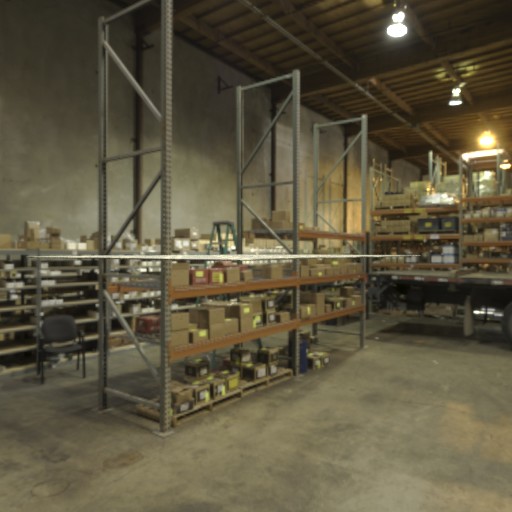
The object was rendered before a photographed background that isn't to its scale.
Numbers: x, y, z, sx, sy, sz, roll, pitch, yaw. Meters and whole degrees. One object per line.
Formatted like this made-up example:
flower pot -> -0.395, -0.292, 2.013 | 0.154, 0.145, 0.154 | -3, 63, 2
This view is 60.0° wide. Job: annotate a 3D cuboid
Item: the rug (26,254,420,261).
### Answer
rug -> 0.000, 0.000, 2.237 | 1.148, 0.010, 1.754 | 0, 1, 36
